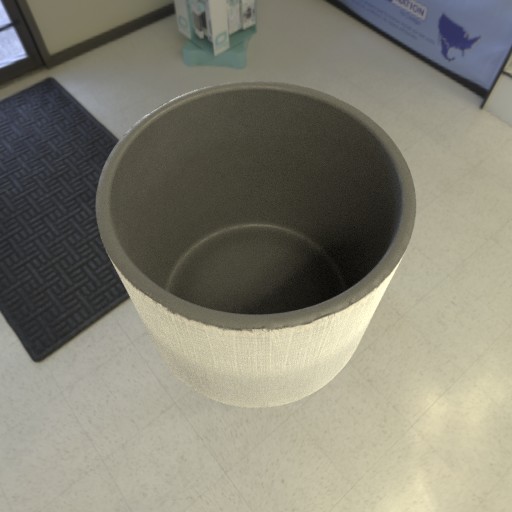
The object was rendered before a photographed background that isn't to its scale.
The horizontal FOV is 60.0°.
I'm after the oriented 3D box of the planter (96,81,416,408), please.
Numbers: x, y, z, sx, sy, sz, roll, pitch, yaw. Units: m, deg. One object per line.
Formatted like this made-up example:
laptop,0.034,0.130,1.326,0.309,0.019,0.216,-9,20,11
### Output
planter,0.000,0.000,0.395,0.226,0.201,0.226,0,58,0
